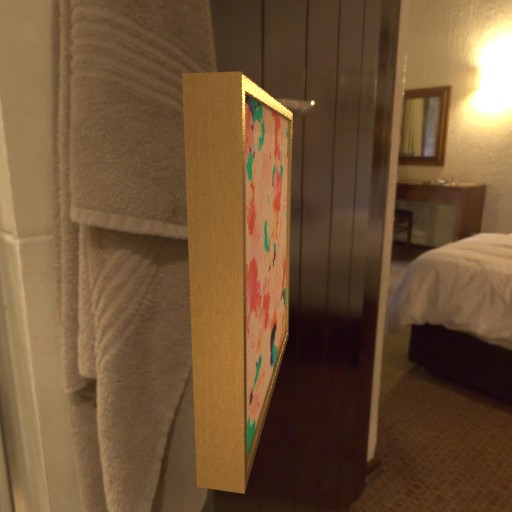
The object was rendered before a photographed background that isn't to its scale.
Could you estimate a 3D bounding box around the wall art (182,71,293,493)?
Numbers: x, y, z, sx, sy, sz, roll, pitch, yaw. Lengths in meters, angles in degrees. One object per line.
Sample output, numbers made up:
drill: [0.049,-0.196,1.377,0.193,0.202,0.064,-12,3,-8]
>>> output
wall art: [0.000,0.000,0.456,0.038,0.305,0.304,2,13,10]
